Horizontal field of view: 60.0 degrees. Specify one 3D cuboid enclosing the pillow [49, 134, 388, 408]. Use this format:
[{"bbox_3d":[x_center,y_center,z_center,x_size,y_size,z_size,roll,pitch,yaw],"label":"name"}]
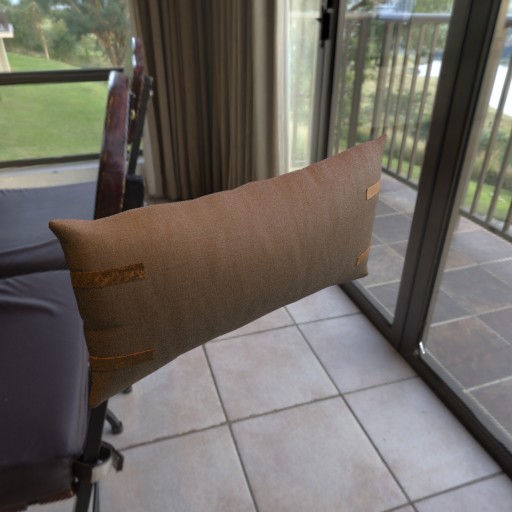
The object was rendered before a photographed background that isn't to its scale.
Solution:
[{"bbox_3d":[0.000,0.000,0.735,0.612,0.308,0.148,-21,36,-31],"label":"pillow"}]
